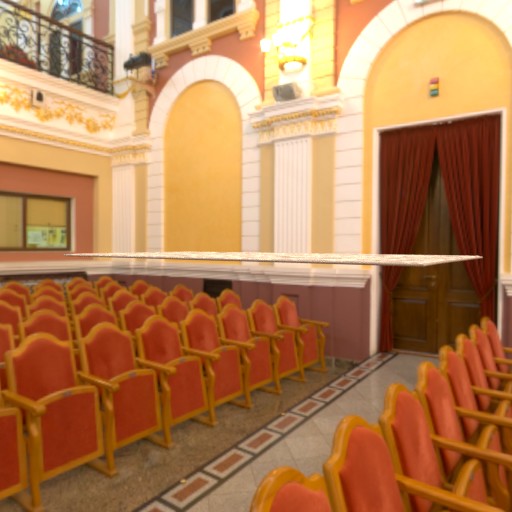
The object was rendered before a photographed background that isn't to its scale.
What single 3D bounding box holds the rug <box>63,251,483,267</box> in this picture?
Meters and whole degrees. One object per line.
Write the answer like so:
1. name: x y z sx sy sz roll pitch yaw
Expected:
1. rug: 0.000 0.000 1.426 1.219 0.007 0.604 1 2 36
